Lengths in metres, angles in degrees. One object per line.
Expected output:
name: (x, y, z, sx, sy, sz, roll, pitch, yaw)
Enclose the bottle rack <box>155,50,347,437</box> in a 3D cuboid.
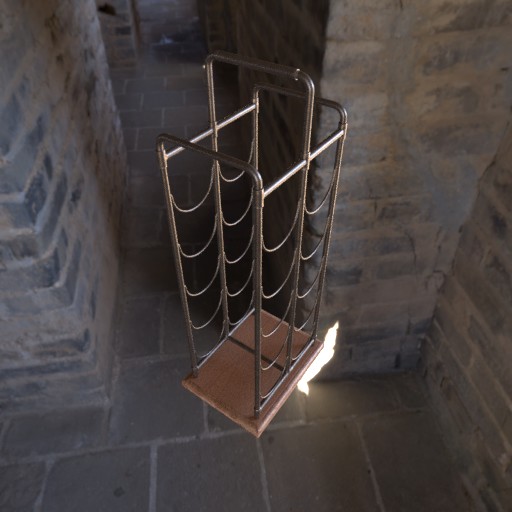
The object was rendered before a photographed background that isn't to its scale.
bottle rack: (0.000, 0.000, 0.799, 0.208, 0.680, 0.276, 25, 47, 26)
